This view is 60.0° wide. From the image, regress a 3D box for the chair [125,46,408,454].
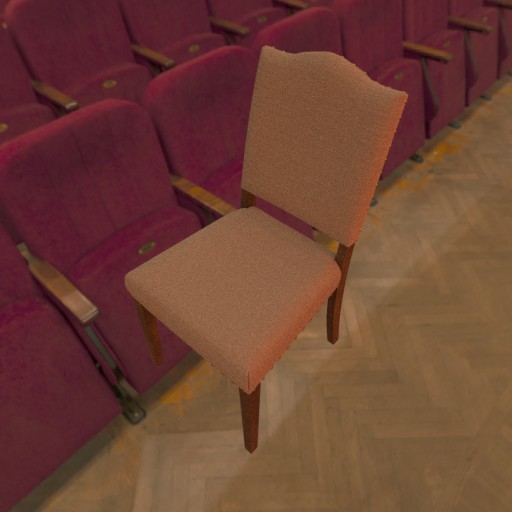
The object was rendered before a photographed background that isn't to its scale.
[{"bbox_3d":[0.000,0.000,1.322,0.508,1.020,0.620,33,54,28],"label":"chair"}]
